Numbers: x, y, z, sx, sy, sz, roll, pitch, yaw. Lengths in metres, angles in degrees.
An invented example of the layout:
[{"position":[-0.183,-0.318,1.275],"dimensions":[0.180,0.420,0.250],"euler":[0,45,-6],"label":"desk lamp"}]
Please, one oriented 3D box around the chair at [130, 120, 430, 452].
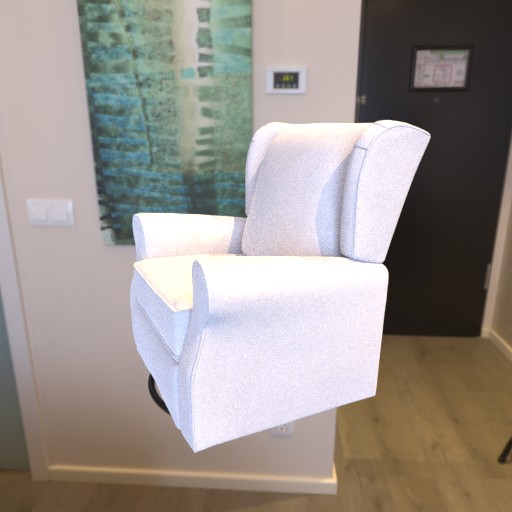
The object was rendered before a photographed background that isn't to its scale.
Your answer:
[{"position":[0.000,0.000,1.660],"dimensions":[0.854,0.967,0.906],"euler":[-8,18,-26],"label":"chair"}]
